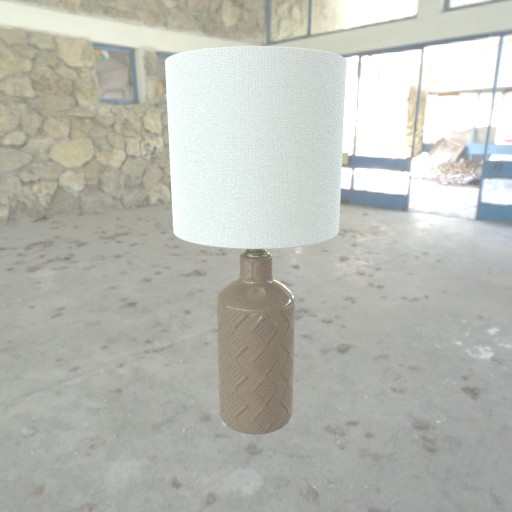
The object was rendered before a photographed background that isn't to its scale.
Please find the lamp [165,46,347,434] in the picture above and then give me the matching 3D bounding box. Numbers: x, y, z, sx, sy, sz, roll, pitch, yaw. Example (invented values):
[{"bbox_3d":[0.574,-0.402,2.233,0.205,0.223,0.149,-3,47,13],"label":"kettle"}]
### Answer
[{"bbox_3d":[0.000,0.000,0.572,0.207,0.461,0.207,-14,20,-41],"label":"lamp"}]
